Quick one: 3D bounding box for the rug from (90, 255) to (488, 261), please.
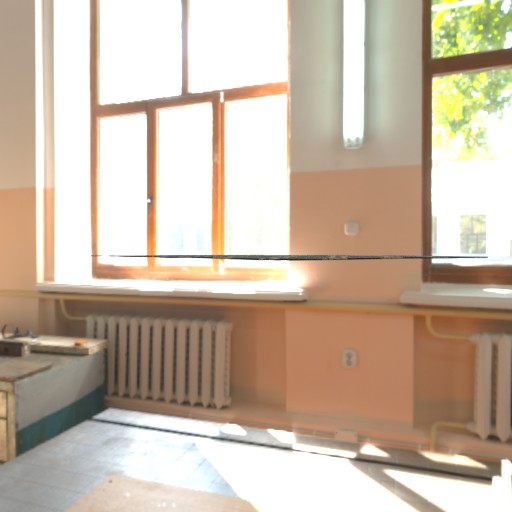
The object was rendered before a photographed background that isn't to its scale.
[{"bbox_3d":[0.000,0.000,2.224,1.153,0.010,1.755,0,1,-36],"label":"rug"}]
